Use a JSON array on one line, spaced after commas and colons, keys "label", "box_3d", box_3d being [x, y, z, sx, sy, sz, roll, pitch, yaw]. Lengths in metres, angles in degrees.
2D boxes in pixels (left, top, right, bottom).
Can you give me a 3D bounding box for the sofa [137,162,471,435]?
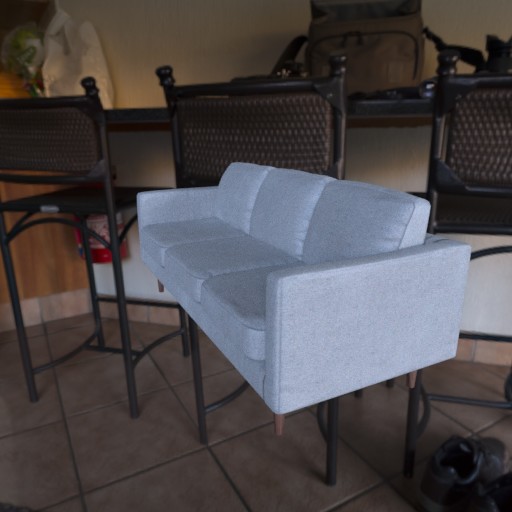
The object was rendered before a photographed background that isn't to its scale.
[{"label": "sofa", "box_3d": [0.000, 0.000, 2.491, 0.944, 0.918, 1.983, -9, 19, -26]}]
